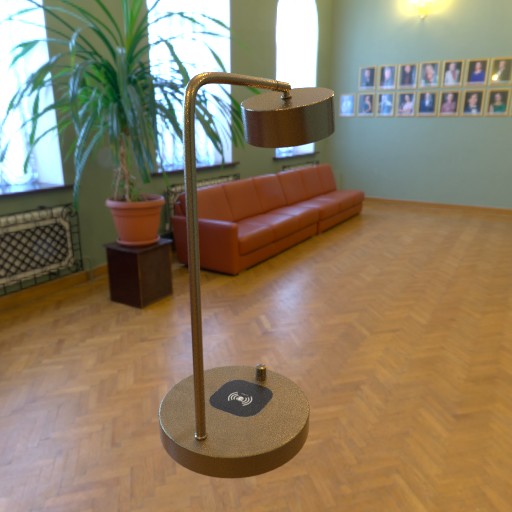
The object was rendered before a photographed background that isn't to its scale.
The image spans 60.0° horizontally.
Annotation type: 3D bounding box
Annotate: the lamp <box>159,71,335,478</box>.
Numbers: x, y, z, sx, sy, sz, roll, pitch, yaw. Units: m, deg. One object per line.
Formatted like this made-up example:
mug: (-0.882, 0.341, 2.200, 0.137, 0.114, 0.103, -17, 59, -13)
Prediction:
lamp: (0.000, 0.000, 0.503, 0.171, 0.380, 0.270, 9, 19, 28)
